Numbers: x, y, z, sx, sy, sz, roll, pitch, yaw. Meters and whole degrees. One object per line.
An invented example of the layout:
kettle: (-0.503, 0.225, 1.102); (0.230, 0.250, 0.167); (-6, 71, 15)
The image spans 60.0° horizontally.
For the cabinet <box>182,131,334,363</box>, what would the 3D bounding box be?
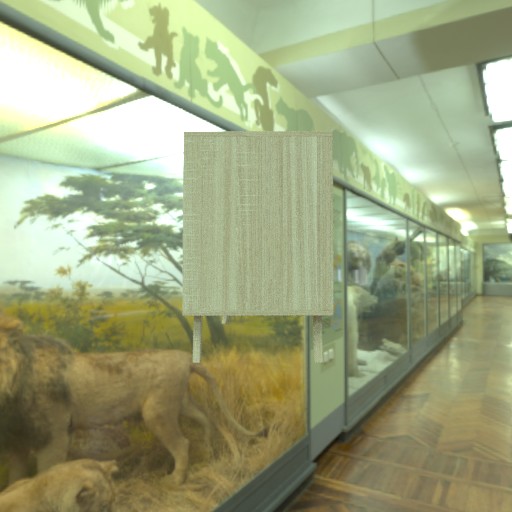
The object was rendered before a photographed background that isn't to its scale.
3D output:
cabinet: (0.000, 0.000, 2.572); (0.500, 0.780, 2.200); (0, -1, 0)
